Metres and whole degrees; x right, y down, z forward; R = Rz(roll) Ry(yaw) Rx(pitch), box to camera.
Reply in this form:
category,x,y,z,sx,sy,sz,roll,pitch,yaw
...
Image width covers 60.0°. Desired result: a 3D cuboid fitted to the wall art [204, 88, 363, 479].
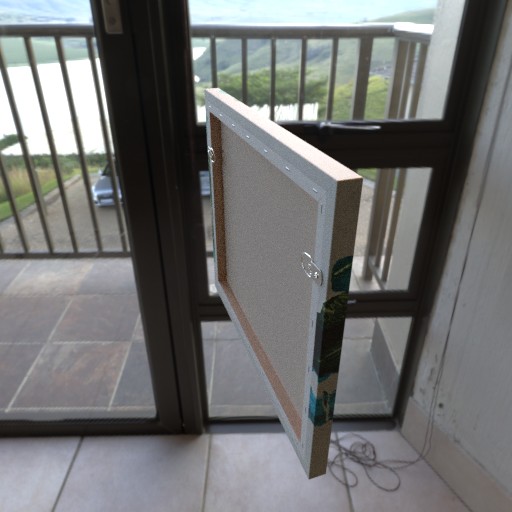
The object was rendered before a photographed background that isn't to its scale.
category,x,y,z,sx,sy,sz,roll,pitch,yaw
wall art,0.000,0.000,1.003,0.043,0.610,0.711,-10,31,-17
